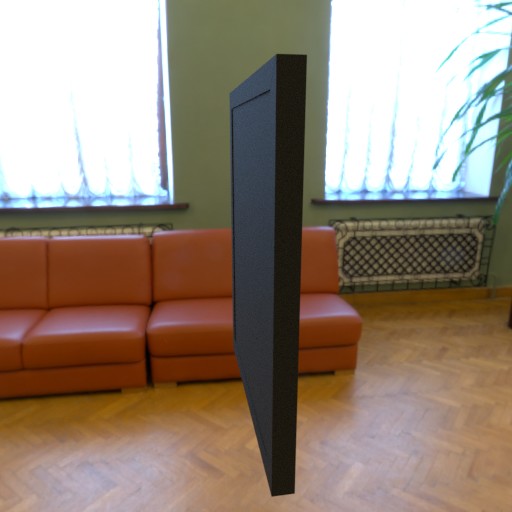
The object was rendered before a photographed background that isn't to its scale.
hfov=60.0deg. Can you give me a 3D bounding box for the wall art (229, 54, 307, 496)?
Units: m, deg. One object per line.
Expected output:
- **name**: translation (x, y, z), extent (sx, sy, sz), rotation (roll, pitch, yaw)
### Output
- **wall art**: translation (0.000, 0.000, 0.752), extent (0.033, 0.559, 0.457), rotation (-2, 15, -9)
